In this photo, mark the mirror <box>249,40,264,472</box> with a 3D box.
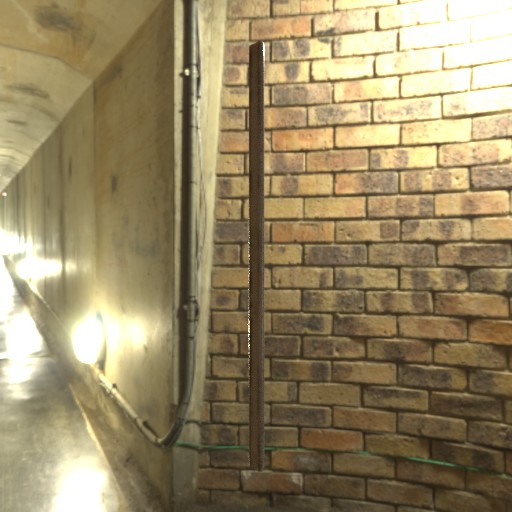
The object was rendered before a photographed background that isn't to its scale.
[{"bbox_3d":[0.000,0.000,0.915,0.024,0.713,0.461,0,1,0],"label":"mirror"}]
